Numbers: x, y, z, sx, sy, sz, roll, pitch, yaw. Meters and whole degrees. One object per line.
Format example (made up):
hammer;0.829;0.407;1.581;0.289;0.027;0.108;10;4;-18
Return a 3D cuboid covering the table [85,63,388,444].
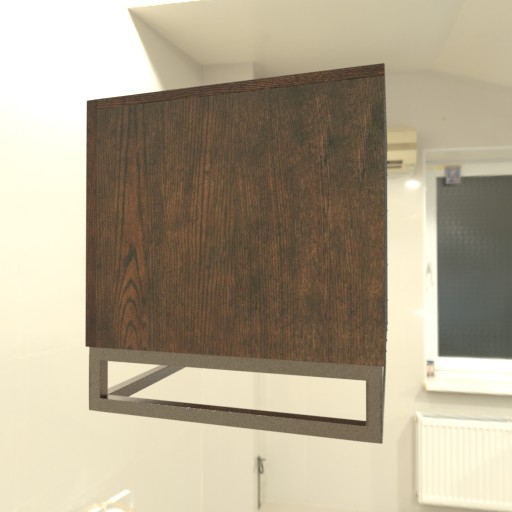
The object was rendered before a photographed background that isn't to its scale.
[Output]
table;0.000;0.000;0.997;0.566;0.582;0.506;0;-1;17
